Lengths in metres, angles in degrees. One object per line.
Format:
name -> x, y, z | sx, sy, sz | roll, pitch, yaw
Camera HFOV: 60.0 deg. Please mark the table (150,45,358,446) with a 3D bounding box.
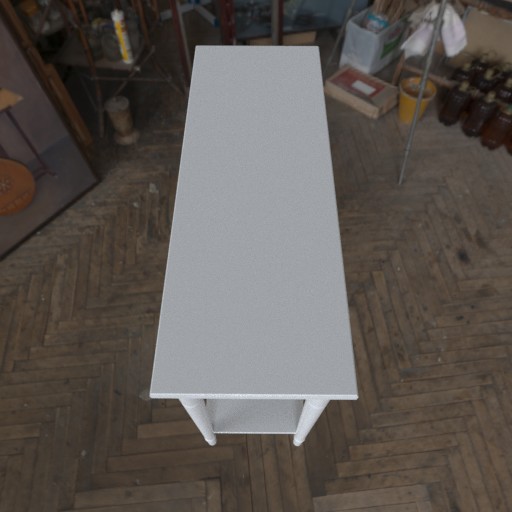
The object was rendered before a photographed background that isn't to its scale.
table -> 0.000, 0.000, 1.404 | 0.381, 0.749, 1.067 | 0, 58, 0
